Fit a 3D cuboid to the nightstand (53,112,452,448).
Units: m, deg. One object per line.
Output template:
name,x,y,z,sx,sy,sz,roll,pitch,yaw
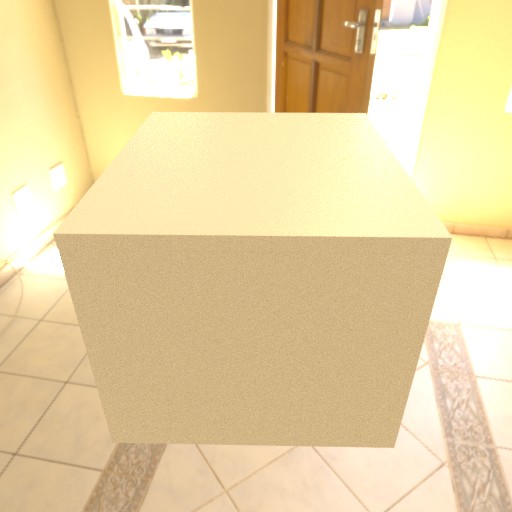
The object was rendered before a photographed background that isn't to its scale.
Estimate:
nightstand,0.000,0.000,0.745,0.408,0.351,0.470,1,33,1
